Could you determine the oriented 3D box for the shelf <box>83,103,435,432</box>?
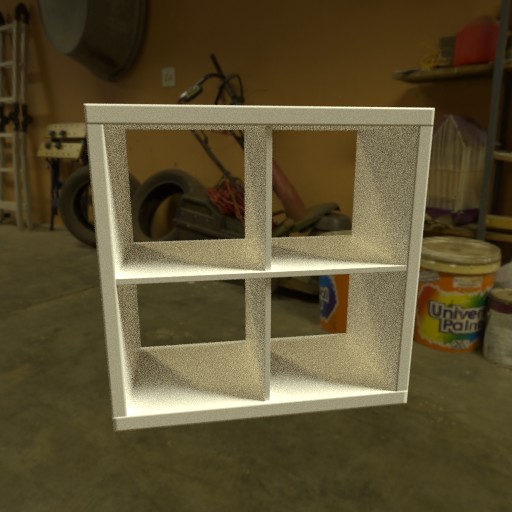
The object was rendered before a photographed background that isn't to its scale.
[{"bbox_3d":[0.000,0.000,1.267,0.790,0.786,0.390,-2,15,-9],"label":"shelf"}]
